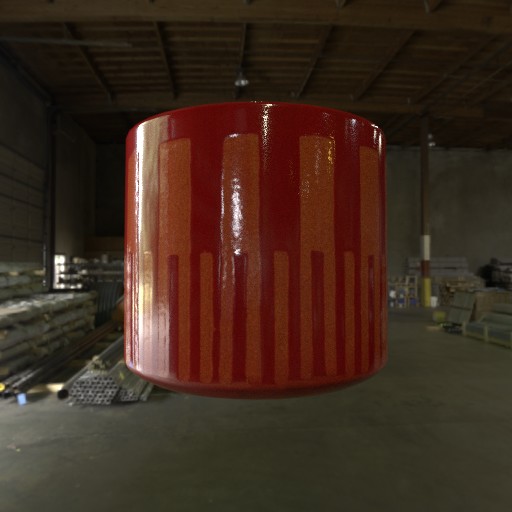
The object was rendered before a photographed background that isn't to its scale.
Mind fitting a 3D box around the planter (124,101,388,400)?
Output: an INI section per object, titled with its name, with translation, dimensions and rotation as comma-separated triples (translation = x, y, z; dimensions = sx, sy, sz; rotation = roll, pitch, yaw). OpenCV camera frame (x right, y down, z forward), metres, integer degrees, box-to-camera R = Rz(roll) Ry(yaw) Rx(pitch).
[planter]
translation = 0.000, 0.000, 0.405
dimensions = 0.230, 0.202, 0.230
rotation = 0, -1, 0
